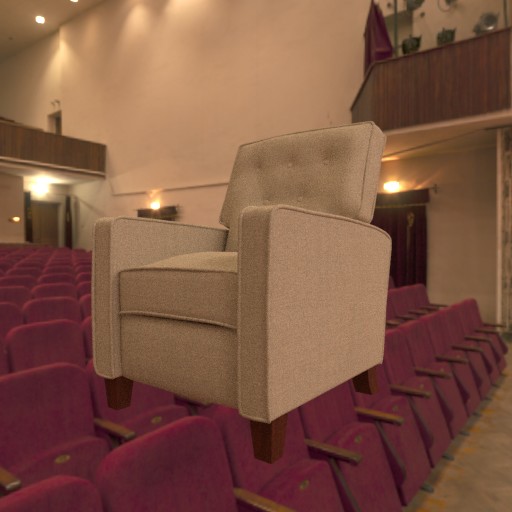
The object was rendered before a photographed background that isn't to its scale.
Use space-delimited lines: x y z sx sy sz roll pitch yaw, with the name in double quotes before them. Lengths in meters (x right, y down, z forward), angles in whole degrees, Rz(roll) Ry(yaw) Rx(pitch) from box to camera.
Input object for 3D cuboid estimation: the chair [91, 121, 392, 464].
"chair" 0.000 0.000 1.393 0.648 0.888 0.754 1 1 37
